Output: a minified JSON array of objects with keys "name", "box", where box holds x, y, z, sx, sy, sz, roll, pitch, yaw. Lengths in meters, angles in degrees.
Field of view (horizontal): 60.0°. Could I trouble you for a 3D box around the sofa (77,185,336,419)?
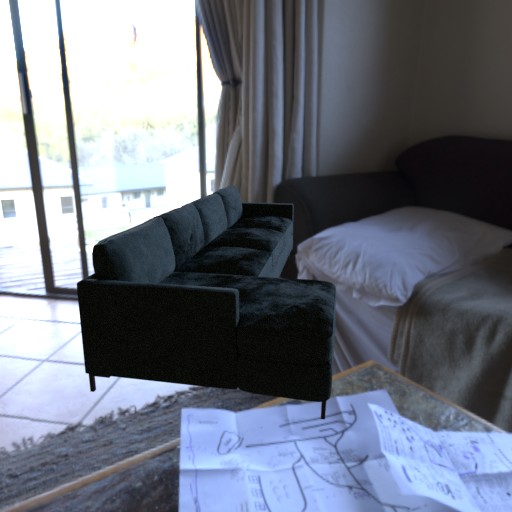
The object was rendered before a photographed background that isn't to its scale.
[{"name":"sofa","box":[0.000,0.000,4.076,1.500,0.967,3.400,3,15,11]}]
